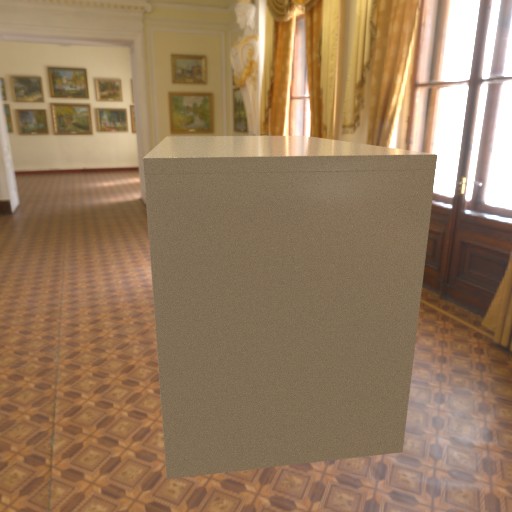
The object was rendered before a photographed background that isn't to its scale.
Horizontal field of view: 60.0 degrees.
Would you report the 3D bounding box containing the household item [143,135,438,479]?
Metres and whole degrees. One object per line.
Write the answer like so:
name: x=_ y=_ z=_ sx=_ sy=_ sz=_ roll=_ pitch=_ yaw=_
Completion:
household item: x=0.000 y=0.000 z=1.506 sx=0.597 sy=0.749 sz=1.100 roll=-3 pitch=17 yaw=-8
